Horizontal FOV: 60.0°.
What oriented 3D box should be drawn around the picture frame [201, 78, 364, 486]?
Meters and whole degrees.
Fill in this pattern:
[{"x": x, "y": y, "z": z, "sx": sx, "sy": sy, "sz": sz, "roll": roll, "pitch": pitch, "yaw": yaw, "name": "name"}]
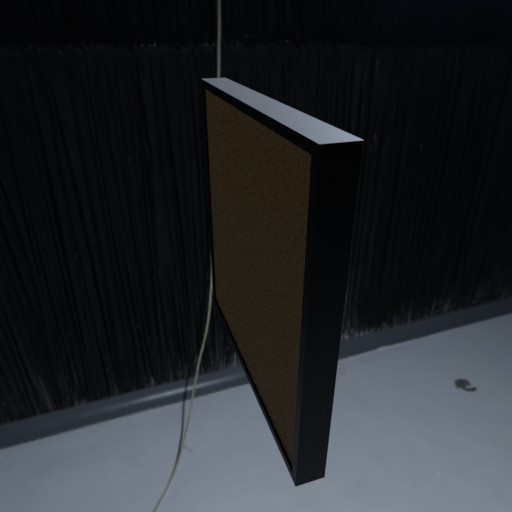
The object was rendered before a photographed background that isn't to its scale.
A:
[{"x": 0.000, "y": 0.000, "z": 0.470, "sx": 0.030, "sy": 0.317, "sz": 0.317, "roll": -9, "pitch": 30, "yaw": -16, "name": "picture frame"}]
